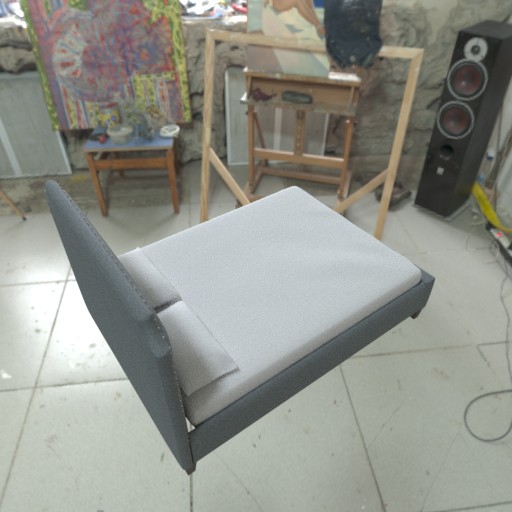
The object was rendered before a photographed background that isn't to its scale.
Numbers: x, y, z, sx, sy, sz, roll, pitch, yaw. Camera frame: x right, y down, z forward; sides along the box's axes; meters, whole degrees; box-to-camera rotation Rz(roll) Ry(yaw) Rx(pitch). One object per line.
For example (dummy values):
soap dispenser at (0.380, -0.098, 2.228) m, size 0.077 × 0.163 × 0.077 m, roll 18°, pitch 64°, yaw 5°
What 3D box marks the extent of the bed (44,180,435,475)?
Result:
bed at (0.000, 0.000, 3.371) m, size 2.372 × 1.443 × 1.712 m, roll -26°, pitch 47°, yaw -26°
